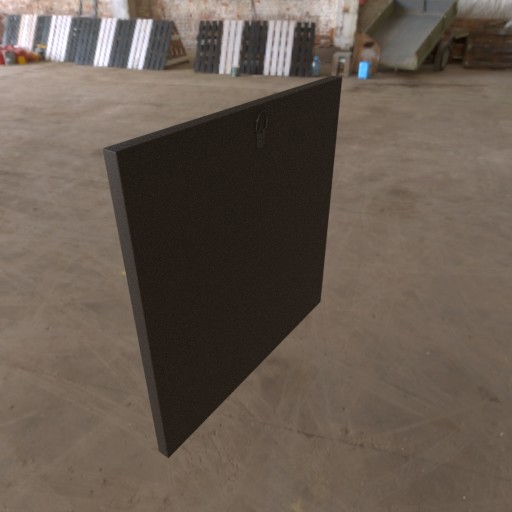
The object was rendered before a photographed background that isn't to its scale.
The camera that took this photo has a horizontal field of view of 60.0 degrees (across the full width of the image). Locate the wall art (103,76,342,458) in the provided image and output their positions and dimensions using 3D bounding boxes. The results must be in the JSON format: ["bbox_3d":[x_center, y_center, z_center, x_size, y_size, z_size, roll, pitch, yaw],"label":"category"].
[{"bbox_3d":[0.000,0.000,1.206,0.043,0.807,0.805,21,37,30],"label":"wall art"}]
